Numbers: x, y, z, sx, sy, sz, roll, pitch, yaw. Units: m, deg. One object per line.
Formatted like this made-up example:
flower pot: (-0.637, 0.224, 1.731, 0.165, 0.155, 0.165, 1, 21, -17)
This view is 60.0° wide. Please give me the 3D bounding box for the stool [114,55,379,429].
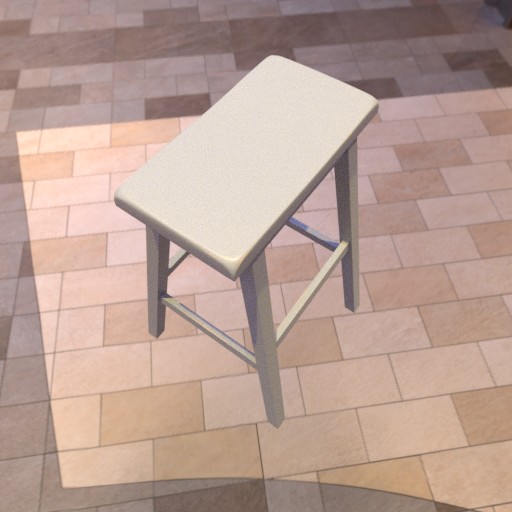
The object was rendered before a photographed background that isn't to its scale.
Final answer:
stool: (0.000, 0.000, 1.060, 0.476, 0.737, 0.457, 31, 63, 18)
